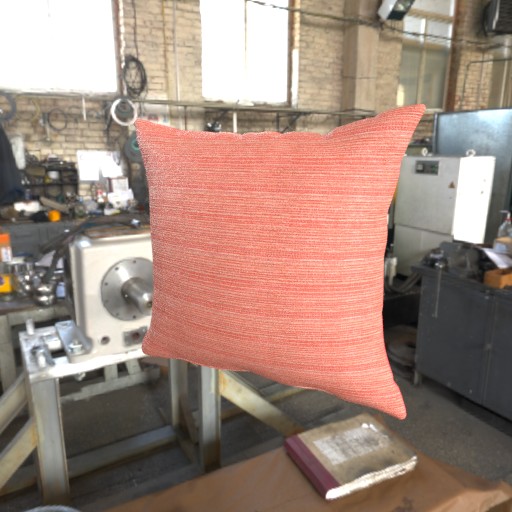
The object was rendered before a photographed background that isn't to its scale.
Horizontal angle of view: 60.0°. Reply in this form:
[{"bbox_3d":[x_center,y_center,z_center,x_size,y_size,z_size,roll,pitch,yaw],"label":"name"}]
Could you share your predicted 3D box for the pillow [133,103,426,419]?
[{"bbox_3d":[0.000,0.000,0.802,0.559,0.501,0.229,7,15,26],"label":"pillow"}]
